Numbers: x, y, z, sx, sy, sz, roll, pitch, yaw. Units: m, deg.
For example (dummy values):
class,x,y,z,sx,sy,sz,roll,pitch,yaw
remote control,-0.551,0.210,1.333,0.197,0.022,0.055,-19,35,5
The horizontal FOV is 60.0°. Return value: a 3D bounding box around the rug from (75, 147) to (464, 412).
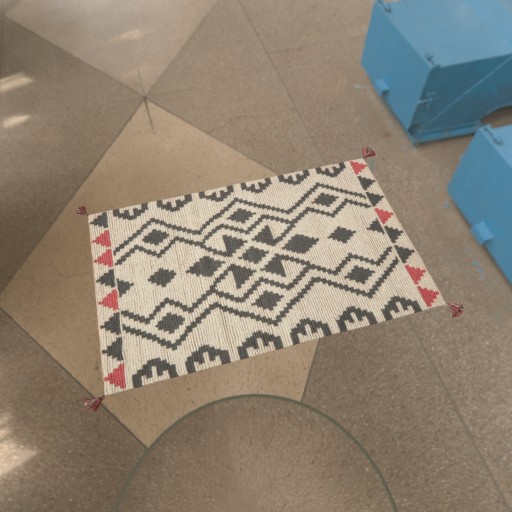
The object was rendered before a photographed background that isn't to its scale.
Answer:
class,x,y,z,sx,sy,sz,roll,pitch,yaw
rug,0.000,0.000,3.393,2.672,0.066,1.741,-13,58,-8
